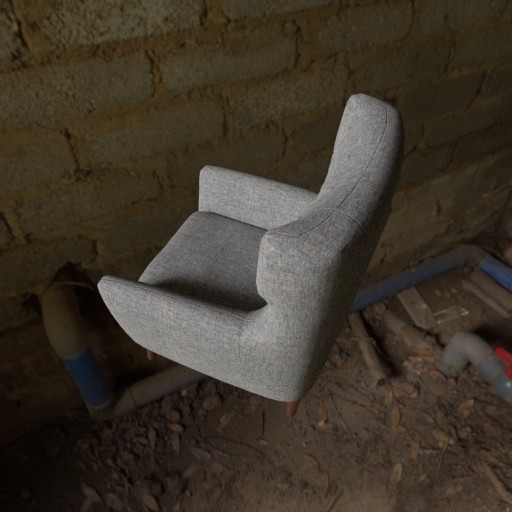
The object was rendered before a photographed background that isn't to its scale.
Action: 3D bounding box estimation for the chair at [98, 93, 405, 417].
[{"bbox_3d":[0.000,0.000,1.742,0.904,1.063,0.878,17,47,16],"label":"chair"}]
